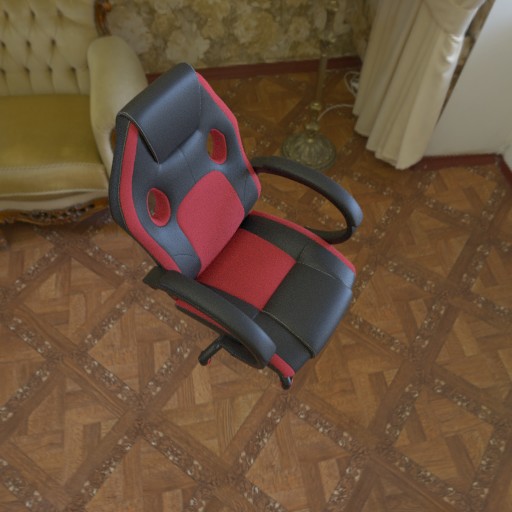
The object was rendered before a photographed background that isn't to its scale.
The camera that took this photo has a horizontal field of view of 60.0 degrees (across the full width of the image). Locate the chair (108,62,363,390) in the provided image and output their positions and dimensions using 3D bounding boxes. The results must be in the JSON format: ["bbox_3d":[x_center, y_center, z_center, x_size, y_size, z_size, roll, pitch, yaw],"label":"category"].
[{"bbox_3d":[0.000,0.000,1.599,0.724,1.187,0.673,29,63,17],"label":"chair"}]
